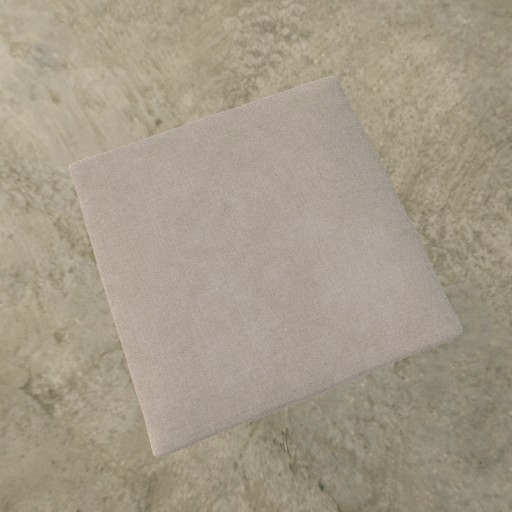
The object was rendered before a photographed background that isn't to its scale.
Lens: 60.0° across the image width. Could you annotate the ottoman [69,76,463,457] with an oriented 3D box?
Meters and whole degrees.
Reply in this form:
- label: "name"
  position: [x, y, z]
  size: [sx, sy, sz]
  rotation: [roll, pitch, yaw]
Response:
- label: "ottoman"
  position: [0.000, 0.000, 1.789]
  size: [1.203, 0.517, 1.171]
  rotation: [-20, 76, -5]
